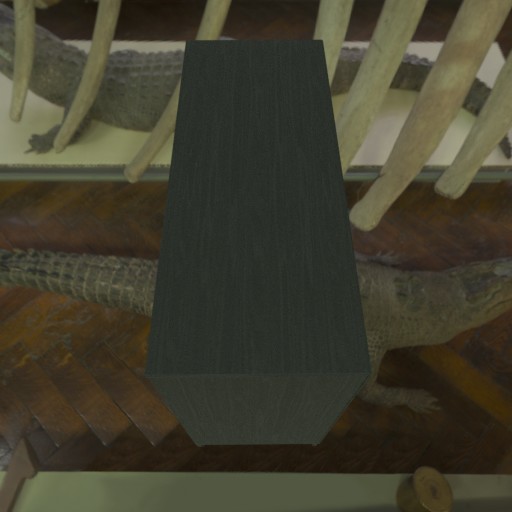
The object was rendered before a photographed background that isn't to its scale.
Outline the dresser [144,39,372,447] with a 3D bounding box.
[{"bbox_3d":[0.000,0.000,1.392,0.404,0.816,0.994,0,58,0],"label":"dresser"}]
